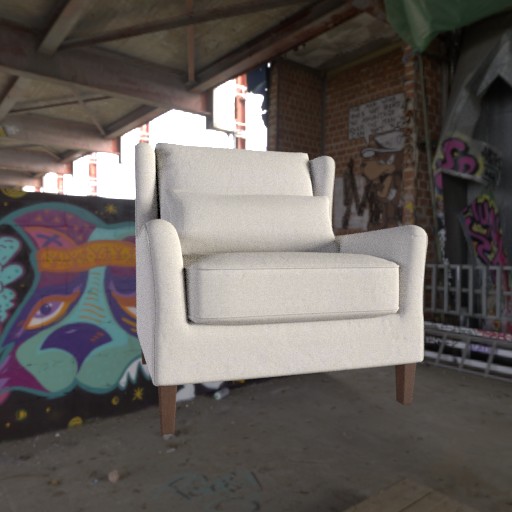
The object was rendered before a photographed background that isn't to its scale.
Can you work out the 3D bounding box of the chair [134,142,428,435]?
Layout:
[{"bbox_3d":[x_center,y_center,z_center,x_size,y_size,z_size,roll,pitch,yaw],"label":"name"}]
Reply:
[{"bbox_3d":[0.000,0.000,1.873,0.982,1.056,1.040,0,0,-18],"label":"chair"}]
